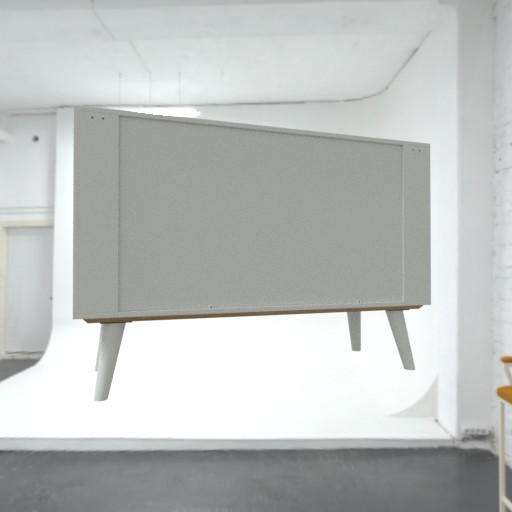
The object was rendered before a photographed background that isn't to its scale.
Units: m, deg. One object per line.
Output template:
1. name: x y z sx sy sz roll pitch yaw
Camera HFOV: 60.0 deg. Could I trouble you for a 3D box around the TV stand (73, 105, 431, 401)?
1. TV stand: 0.000 0.000 1.588 1.193 0.812 0.406 0 -1 -20
